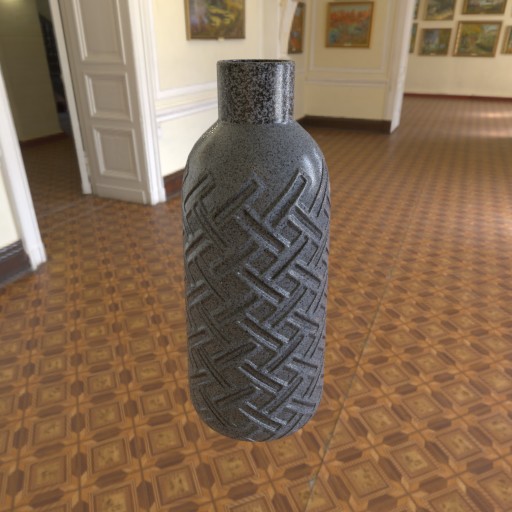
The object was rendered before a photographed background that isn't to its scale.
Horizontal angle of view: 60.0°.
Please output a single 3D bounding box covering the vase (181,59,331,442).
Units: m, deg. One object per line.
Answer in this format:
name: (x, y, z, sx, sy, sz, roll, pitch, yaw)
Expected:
vase: (0.000, 0.000, 0.350, 0.122, 0.282, 0.122, 0, 26, 0)
